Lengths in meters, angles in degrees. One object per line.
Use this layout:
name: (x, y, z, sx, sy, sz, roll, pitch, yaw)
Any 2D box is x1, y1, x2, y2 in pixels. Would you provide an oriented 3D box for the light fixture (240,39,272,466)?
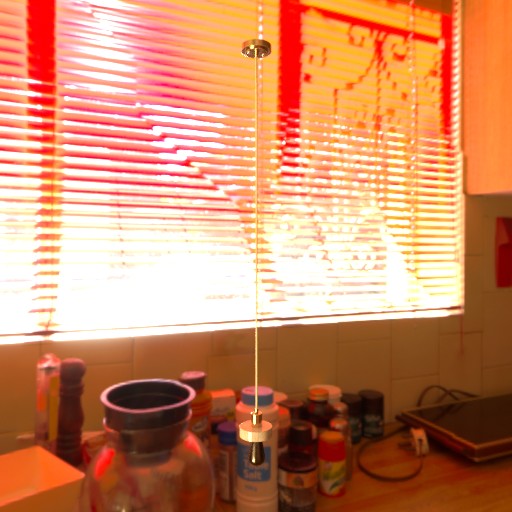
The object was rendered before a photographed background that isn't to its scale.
light fixture: (0.000, 0.000, 1.763, 0.129, 1.669, 0.129, 0, 0, 37)
